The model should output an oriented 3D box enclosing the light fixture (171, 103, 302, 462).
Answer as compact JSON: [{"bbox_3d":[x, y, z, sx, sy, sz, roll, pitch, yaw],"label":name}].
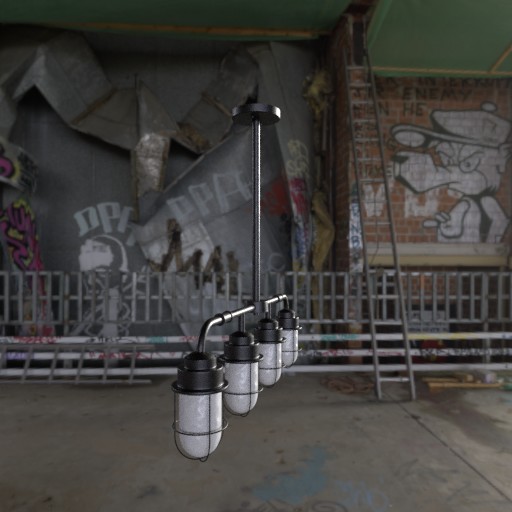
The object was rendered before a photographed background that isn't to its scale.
[{"bbox_3d":[0.000,0.000,1.206,0.131,0.785,0.852,0,0,17],"label":"light fixture"}]
